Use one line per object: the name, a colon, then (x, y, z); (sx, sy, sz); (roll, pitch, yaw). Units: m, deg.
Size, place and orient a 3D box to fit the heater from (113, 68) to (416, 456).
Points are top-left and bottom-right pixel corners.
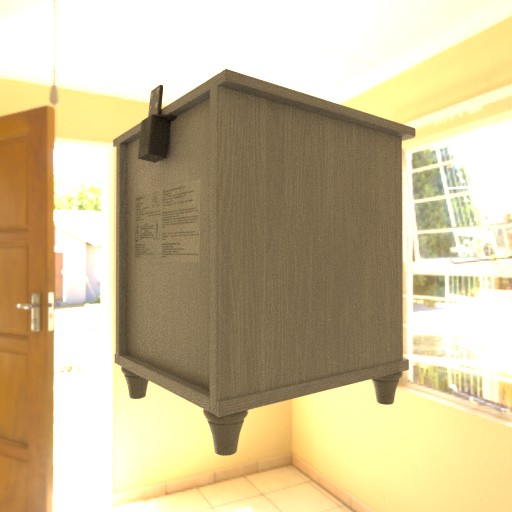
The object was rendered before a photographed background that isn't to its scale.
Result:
heater: (0.000, 0.000, 0.742); (0.400, 0.481, 0.362); (1, -1, -37)
